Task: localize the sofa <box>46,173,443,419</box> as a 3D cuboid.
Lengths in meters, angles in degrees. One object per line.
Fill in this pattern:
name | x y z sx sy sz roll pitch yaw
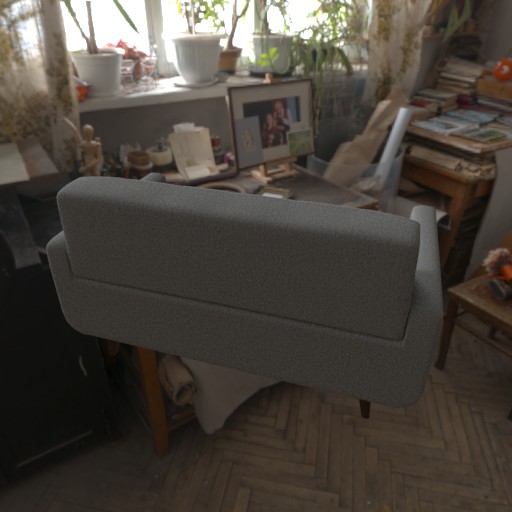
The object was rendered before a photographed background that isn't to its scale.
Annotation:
sofa | 0.000 0.000 2.188 1.651 0.925 0.952 9 32 15
